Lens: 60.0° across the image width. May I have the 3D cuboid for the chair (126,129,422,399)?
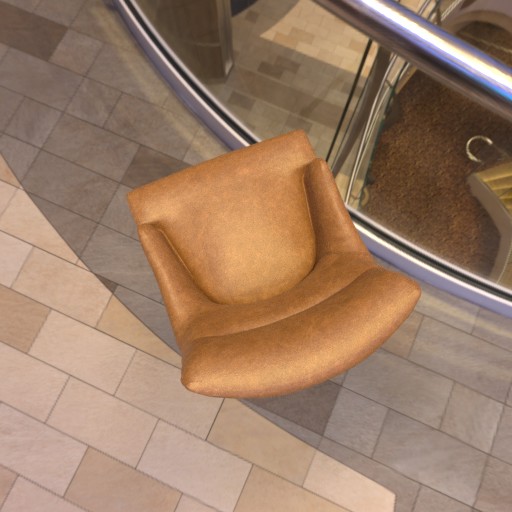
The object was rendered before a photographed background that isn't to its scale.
[{"bbox_3d":[0.000,0.000,1.554,0.729,0.869,0.874,-21,78,-5],"label":"chair"}]
